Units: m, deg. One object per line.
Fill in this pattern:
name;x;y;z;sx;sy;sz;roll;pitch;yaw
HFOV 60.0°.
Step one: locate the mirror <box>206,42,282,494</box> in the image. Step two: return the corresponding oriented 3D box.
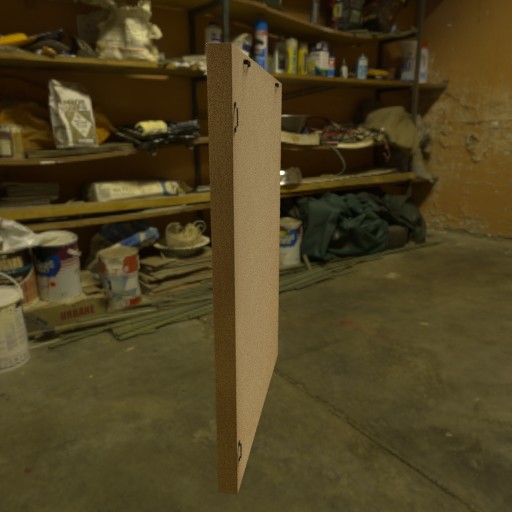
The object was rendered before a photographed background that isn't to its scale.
mirror;0.000;0.000;0.908;0.039;0.710;0.507;3;16;10
